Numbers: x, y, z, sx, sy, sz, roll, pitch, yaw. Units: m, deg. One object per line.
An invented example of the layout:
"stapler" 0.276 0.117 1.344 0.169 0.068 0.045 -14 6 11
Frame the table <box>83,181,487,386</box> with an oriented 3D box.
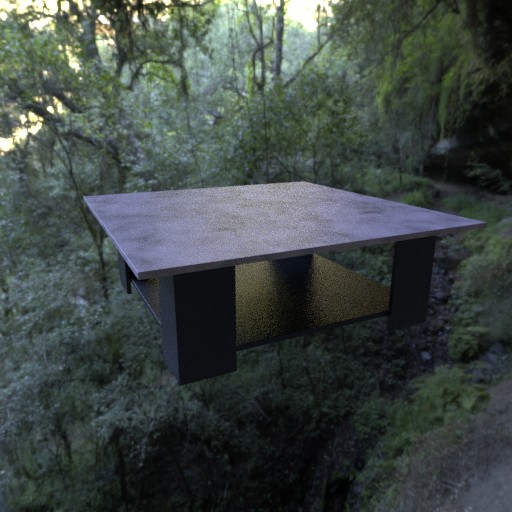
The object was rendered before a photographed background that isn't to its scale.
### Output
"table" 0.000 0.000 1.378 0.890 0.305 0.890 -8 19 -25
